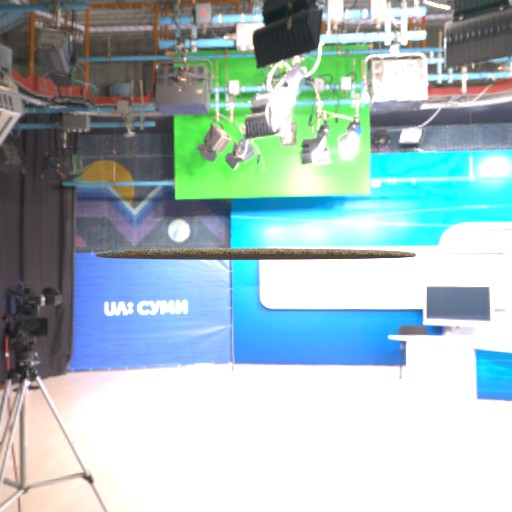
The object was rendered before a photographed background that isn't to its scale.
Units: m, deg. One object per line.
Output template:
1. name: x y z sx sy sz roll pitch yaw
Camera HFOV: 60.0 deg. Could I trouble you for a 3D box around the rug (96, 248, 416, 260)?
1. rug: 0.000 0.000 3.614 2.461 0.033 2.461 0 -1 0
